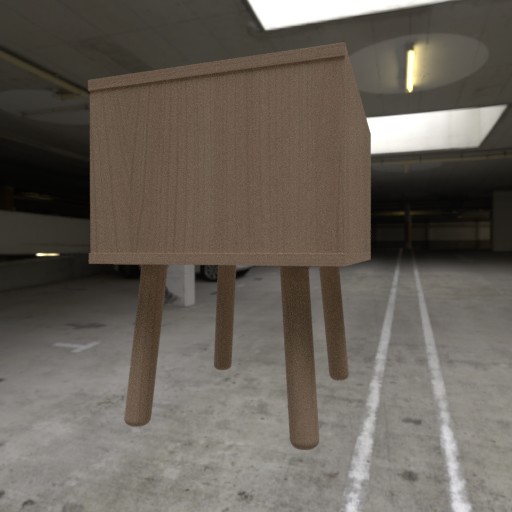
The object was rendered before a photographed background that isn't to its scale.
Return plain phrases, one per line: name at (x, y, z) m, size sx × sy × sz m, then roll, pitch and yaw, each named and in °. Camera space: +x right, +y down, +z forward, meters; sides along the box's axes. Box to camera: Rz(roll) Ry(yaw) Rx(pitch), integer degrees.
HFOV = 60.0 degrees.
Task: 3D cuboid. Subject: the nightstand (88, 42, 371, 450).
nightstand at (0.000, 0.000, 0.820) m, size 0.380 × 0.530 × 0.450 m, roll 0°, pitch 1°, yaw 18°
